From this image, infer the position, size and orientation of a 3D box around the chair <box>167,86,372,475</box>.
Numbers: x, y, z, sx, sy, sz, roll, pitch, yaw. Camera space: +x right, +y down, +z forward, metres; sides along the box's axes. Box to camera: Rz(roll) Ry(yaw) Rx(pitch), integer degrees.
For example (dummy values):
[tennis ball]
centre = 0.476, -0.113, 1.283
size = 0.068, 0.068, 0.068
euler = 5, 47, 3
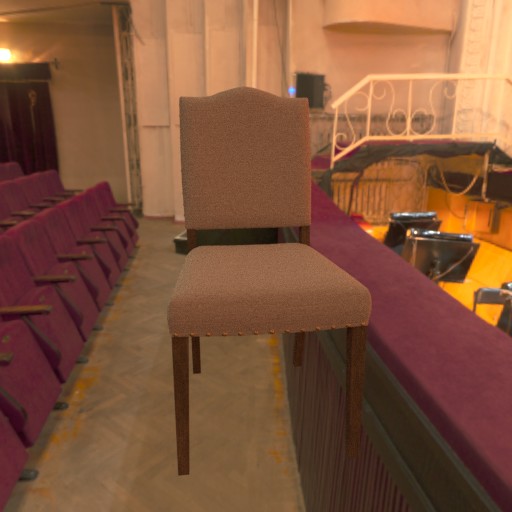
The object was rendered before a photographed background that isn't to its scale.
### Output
[chair]
centre = 0.000, 0.000, 1.349
size = 0.508, 1.020, 0.620
euler = -2, 16, -8
